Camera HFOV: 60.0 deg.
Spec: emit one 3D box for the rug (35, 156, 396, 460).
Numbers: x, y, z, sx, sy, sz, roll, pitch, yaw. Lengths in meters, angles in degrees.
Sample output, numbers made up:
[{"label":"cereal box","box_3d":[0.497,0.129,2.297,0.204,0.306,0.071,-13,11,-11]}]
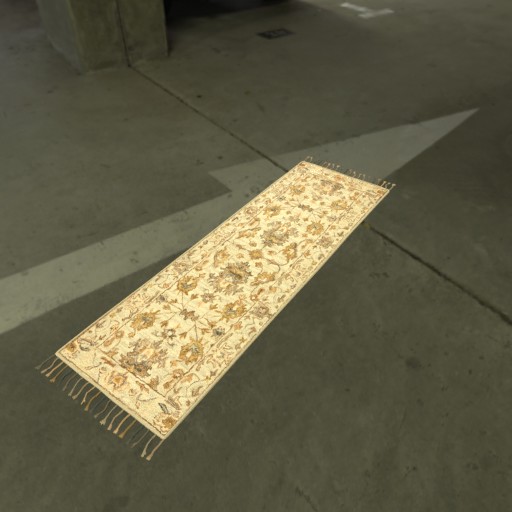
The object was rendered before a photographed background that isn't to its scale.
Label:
[{"label":"rug","box_3d":[0.000,0.000,2.596,0.729,0.021,2.438,25,47,26]}]
